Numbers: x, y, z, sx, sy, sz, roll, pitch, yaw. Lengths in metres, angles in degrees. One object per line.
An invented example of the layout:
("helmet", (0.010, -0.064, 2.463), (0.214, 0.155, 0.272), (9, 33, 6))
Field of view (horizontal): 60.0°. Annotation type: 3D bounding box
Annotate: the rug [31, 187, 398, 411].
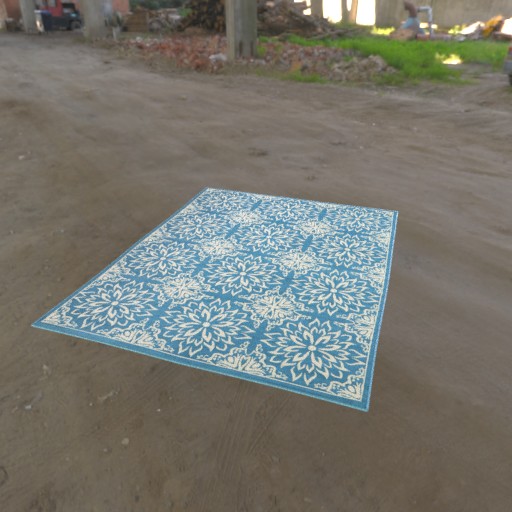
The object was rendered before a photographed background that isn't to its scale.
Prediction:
("rug", (0.000, 0.000, 4.028), (2.350, 0.018, 2.964), (10, 30, 17))
